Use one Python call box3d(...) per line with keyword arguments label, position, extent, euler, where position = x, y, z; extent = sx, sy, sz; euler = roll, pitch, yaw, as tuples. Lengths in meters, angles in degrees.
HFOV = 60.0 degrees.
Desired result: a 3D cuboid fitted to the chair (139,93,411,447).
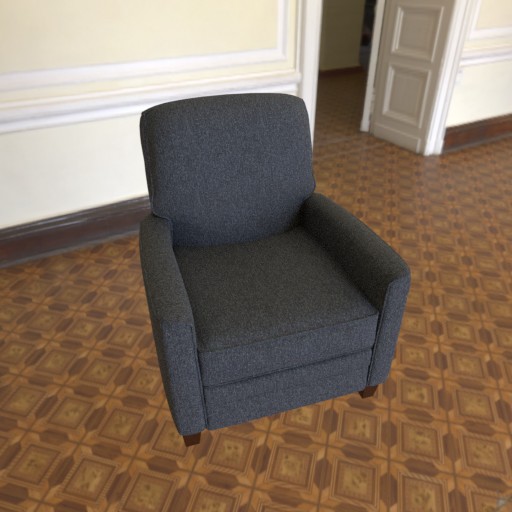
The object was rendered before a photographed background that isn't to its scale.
box3d(label="chair", position=(0.000, 0.000, 1.668), extent=(0.839, 1.016, 0.850), euler=(-10, 34, -15))
